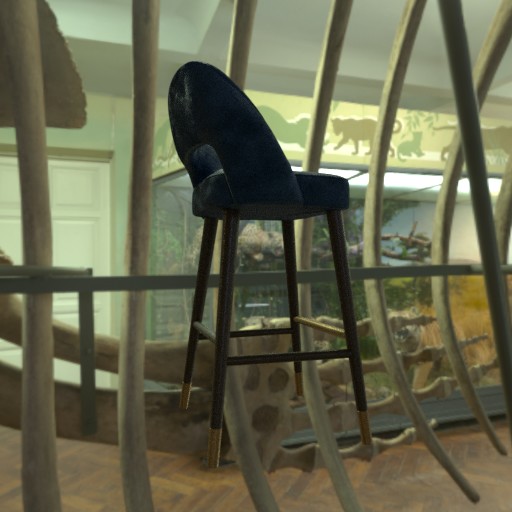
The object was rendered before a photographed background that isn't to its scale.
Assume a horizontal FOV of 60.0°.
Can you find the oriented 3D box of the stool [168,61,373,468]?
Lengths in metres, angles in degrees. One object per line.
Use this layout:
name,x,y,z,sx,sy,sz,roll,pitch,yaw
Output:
stool,0.000,0.000,1.334,0.515,1.016,0.514,0,0,-18
